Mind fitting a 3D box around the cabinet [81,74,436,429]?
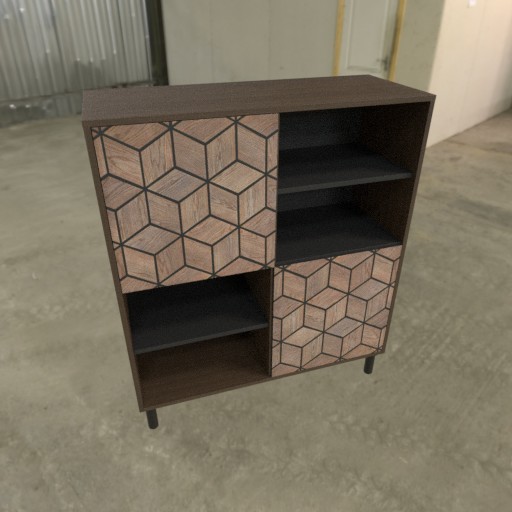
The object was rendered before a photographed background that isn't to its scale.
[{"bbox_3d":[0.000,0.000,1.662,1.010,1.170,0.400,-9,32,-15],"label":"cabinet"}]
